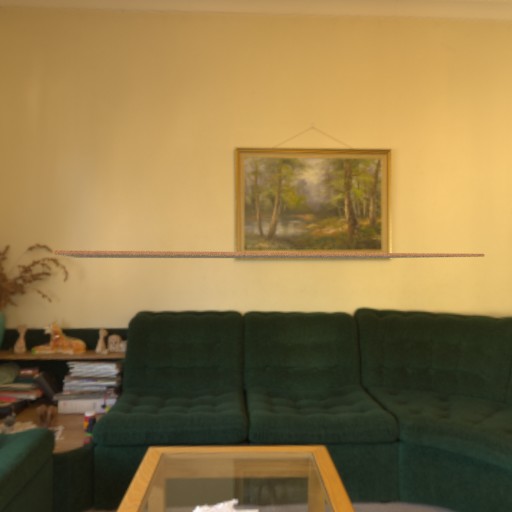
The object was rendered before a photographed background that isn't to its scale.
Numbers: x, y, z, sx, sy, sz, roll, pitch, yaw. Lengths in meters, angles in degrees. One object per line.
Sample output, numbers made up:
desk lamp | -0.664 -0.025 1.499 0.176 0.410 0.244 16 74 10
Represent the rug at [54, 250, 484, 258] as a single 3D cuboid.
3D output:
rug | 0.000 0.000 2.331 1.829 0.014 1.219 0 -1 -19
